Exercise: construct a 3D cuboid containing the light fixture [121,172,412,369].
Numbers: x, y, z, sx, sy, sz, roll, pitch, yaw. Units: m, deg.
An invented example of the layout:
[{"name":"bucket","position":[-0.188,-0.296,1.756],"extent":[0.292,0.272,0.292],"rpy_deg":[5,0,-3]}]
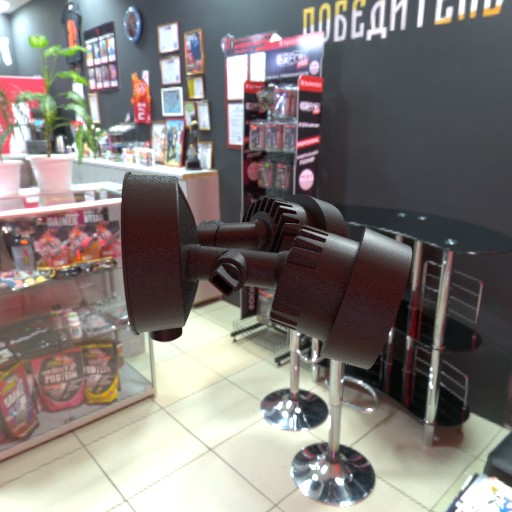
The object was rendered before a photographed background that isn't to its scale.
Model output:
[{"name":"light fixture","position":[0.000,0.000,0.313],"extent":[0.168,0.120,0.213],"rpy_deg":[-3,17,-9]}]
